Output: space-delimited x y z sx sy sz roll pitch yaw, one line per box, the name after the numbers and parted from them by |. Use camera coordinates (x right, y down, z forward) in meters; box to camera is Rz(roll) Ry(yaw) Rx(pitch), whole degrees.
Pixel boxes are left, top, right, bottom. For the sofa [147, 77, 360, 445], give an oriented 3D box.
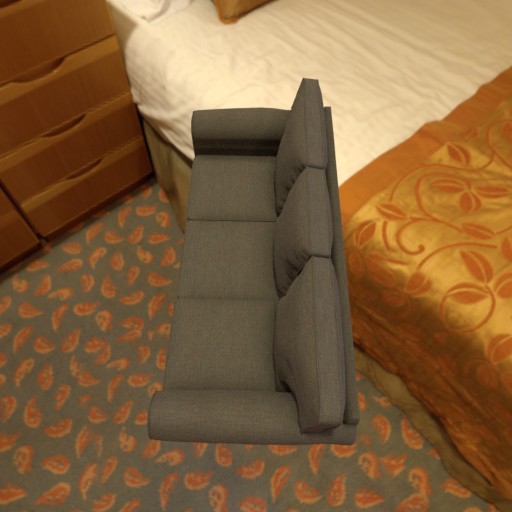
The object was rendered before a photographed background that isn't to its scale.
0.000 0.000 2.574 0.909 0.966 2.084 1 58 1 | sofa
